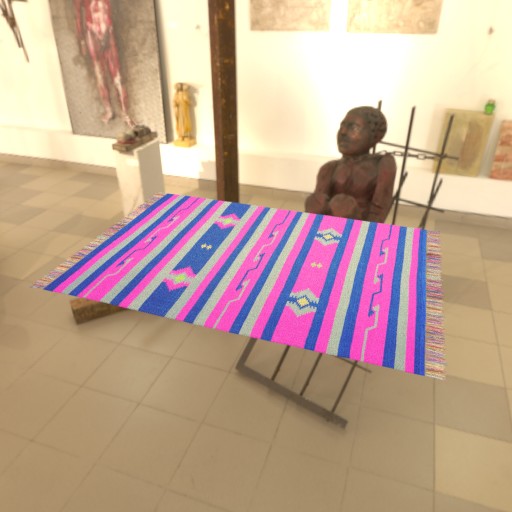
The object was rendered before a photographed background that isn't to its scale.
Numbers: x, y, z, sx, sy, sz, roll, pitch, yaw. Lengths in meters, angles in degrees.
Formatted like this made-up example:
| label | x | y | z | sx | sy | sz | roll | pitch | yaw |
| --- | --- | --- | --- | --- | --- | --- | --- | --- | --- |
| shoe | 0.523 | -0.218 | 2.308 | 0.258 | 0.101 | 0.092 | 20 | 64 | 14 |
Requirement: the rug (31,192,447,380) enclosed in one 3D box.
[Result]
| label | x | y | z | sx | sy | sz | roll | pitch | yaw |
| --- | --- | --- | --- | --- | --- | --- | --- | --- | --- |
| rug | 0.000 | 0.000 | 2.937 | 2.350 | 0.013 | 1.539 | 10 | 32 | 16 |
